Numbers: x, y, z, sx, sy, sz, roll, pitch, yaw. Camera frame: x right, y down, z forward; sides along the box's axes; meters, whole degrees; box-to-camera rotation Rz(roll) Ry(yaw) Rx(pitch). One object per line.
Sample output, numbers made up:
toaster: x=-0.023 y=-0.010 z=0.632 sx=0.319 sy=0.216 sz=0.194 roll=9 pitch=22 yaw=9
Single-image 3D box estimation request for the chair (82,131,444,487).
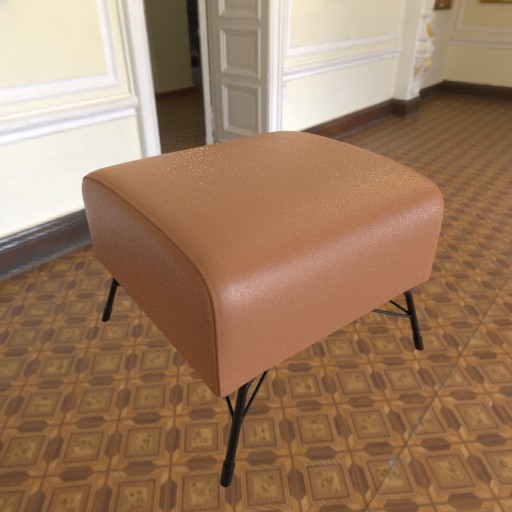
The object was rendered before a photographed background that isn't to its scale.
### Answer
chair: x=0.000 y=0.000 z=0.909 sx=0.530 sy=0.410 sz=0.530 roll=-21 pitch=37 yaw=-31
